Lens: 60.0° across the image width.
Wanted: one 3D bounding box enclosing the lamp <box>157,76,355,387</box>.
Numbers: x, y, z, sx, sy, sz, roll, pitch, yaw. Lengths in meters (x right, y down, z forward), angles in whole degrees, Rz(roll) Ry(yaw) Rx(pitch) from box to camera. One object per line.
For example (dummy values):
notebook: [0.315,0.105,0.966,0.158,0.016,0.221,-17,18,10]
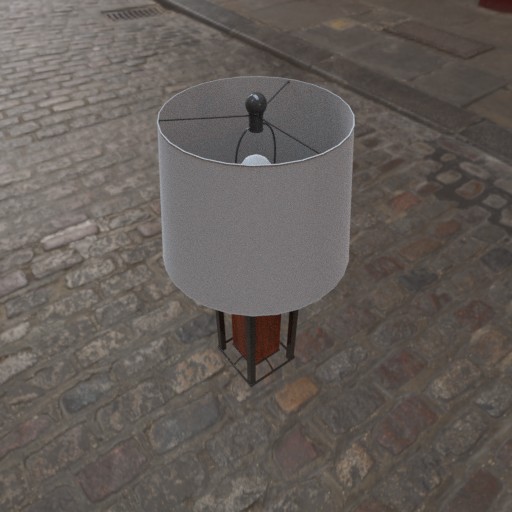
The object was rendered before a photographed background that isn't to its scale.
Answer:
lamp: [0.000,0.000,0.788,0.320,0.591,0.320,0,43,0]
